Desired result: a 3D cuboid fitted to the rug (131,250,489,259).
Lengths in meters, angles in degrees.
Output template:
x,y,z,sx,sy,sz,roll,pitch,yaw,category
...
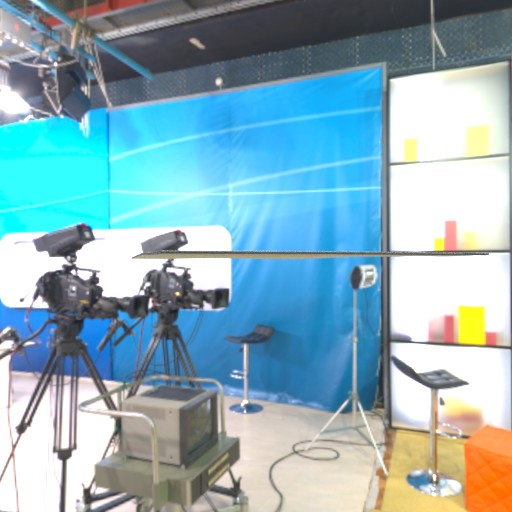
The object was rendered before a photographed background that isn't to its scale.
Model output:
x,y,z,sx,sy,sz,roll,pitch,yaw,category
0.000,0.000,2.293,1.174,0.022,1.853,0,-1,-18,rug
